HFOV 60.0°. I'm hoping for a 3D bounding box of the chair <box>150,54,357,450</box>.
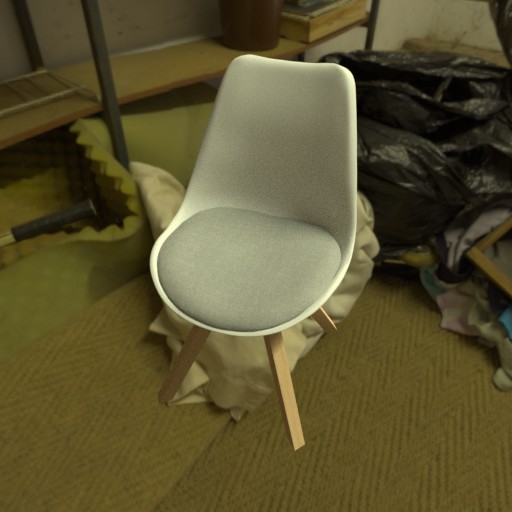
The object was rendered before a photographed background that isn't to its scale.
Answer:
[{"bbox_3d":[0.000,0.000,1.169,0.485,0.850,0.550,13,42,15],"label":"chair"}]
